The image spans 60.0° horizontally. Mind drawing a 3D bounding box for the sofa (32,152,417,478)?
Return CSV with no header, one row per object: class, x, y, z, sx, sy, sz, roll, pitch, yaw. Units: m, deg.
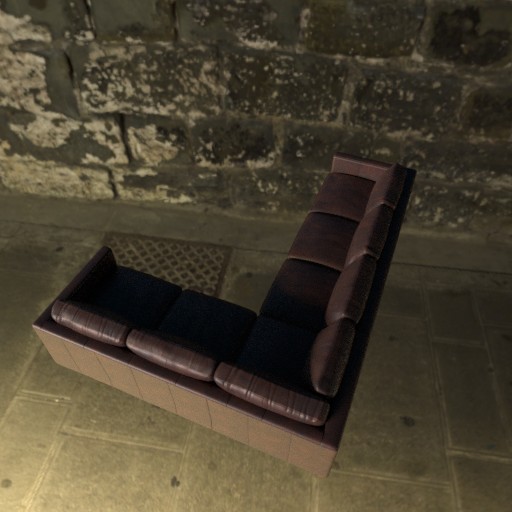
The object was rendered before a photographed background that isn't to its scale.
sofa,0.000,0.000,4.264,2.438,0.836,3.152,17,50,15
